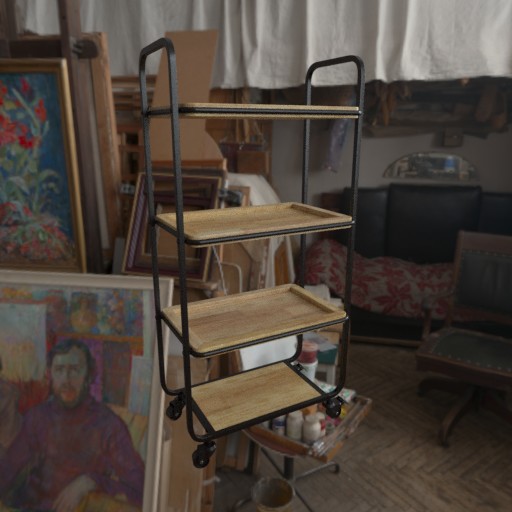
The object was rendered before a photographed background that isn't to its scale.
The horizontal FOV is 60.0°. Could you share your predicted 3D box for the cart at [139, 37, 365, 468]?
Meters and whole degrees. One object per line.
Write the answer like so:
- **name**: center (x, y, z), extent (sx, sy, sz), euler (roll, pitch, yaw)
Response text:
- **cart**: center (0.000, 0.000, 1.280), extent (0.545, 1.080, 0.321), euler (-9, 18, -27)
